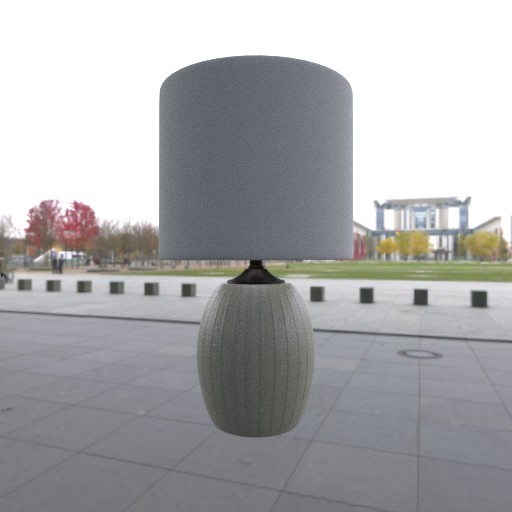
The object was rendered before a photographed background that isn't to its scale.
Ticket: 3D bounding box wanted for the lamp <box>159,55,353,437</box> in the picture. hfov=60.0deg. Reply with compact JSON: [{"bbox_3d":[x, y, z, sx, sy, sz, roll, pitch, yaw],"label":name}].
[{"bbox_3d":[0.000,0.000,0.766,0.329,0.570,0.329,0,0,35],"label":"lamp"}]
